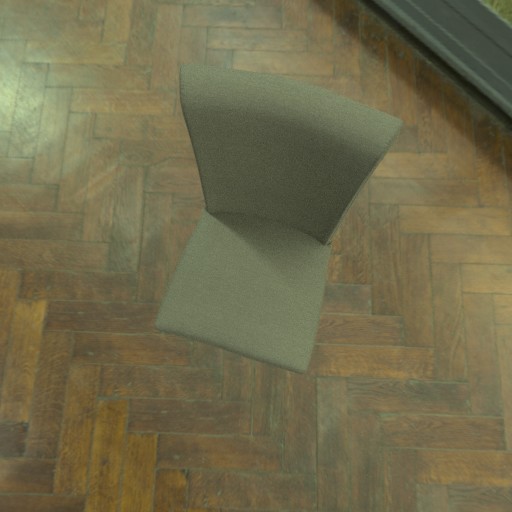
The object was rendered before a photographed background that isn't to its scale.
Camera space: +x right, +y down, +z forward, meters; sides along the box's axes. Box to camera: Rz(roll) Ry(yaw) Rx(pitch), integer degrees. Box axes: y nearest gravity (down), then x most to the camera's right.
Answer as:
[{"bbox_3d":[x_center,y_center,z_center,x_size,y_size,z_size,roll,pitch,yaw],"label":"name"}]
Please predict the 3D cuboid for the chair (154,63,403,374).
[{"bbox_3d":[0.000,0.000,1.377,0.513,0.988,0.608,16,77,4],"label":"chair"}]
